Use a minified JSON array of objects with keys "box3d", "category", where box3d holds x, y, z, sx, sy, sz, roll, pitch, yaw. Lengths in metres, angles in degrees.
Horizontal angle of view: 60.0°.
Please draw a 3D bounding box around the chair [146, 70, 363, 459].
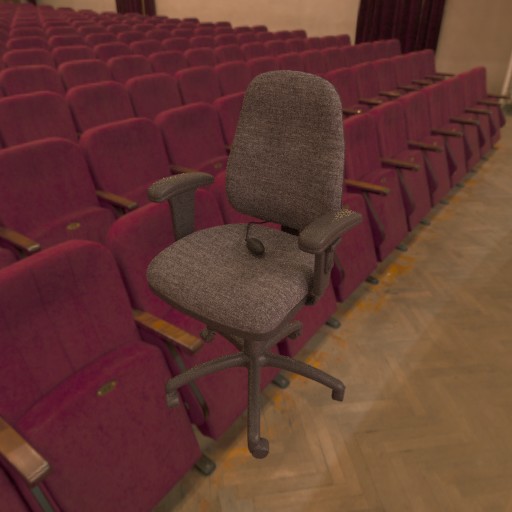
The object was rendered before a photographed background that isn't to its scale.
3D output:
[{"box3d":[0.000,0.000,1.209,0.550,0.910,0.530,20,35,31],"category":"chair"}]
